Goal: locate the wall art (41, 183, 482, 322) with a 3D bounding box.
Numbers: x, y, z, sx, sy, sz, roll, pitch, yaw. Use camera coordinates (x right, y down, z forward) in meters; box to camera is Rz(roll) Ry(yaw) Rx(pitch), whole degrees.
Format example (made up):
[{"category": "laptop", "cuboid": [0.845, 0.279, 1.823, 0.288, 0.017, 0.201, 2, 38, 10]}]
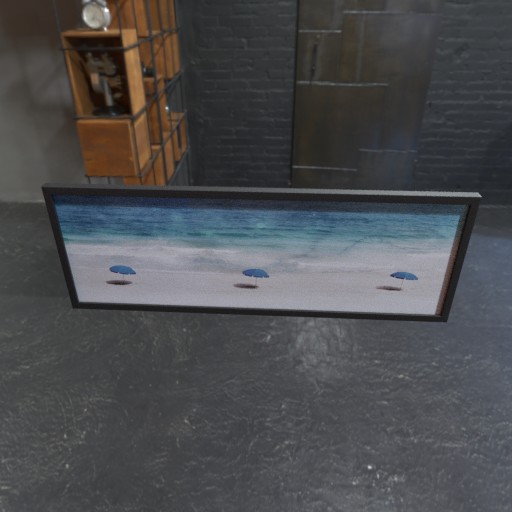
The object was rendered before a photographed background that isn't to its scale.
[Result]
[{"category": "wall art", "cuboid": [0.000, 0.000, 1.736, 1.572, 0.554, 0.041, 2, 30, 3]}]
